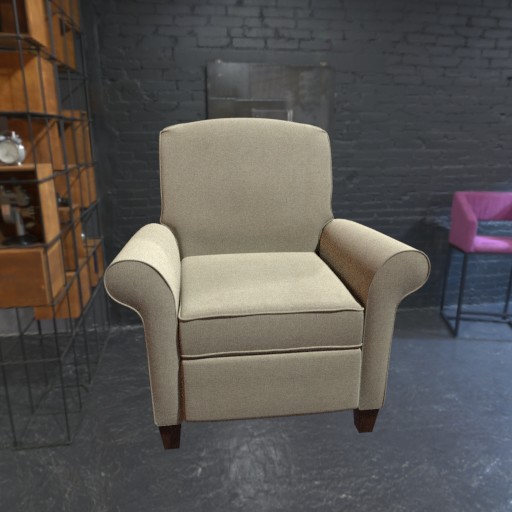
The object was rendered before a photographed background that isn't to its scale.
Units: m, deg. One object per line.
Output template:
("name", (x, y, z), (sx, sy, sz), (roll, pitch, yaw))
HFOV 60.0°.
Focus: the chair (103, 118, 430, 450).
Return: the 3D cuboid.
("chair", (0.000, 0.000, 1.736), (0.978, 1.061, 0.905), (-2, 15, -7))
